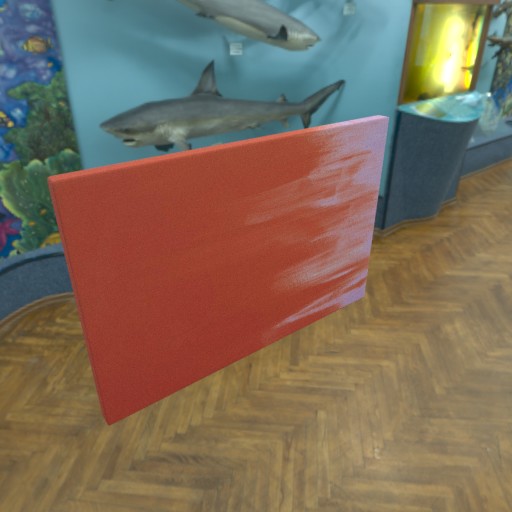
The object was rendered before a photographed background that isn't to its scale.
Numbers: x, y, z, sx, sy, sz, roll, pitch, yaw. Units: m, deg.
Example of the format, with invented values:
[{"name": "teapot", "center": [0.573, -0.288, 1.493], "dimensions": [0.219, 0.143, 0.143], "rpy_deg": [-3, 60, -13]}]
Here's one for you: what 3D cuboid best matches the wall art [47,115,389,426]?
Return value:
[{"name": "wall art", "center": [0.000, 0.000, 1.164], "dimensions": [0.913, 0.609, 0.040], "rpy_deg": [-20, 34, -32]}]
